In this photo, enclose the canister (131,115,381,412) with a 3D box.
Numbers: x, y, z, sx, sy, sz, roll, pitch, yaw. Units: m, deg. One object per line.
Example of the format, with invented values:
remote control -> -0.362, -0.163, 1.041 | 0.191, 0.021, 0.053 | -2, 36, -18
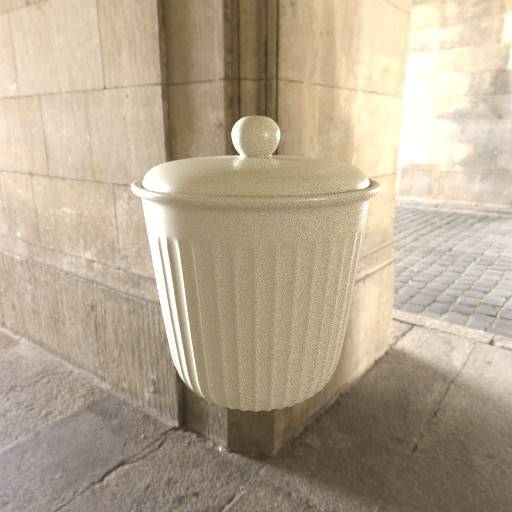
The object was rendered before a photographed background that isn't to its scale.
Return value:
canister -> 0.000, 0.000, 0.349 | 0.181, 0.211, 0.181 | 0, 16, 0
